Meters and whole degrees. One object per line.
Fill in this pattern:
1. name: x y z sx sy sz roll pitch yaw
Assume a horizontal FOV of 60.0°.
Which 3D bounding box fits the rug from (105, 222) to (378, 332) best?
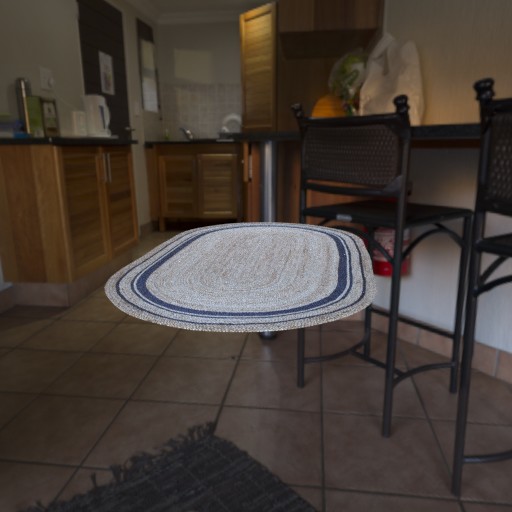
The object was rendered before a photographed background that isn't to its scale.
1. rug: 0.000 0.000 3.006 1.520 0.006 2.432 2 15 9
